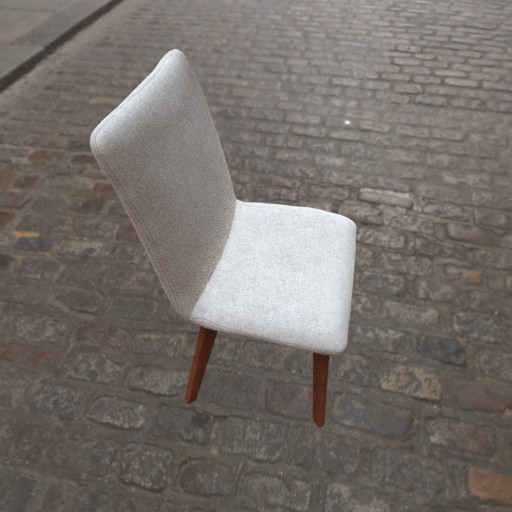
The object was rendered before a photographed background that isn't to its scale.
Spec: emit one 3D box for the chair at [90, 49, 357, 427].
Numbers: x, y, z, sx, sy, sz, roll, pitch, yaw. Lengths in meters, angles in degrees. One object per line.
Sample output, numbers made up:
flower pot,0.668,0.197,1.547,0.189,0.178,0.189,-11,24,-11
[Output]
chair,0.000,0.000,1.272,0.563,0.974,0.522,9,46,8
